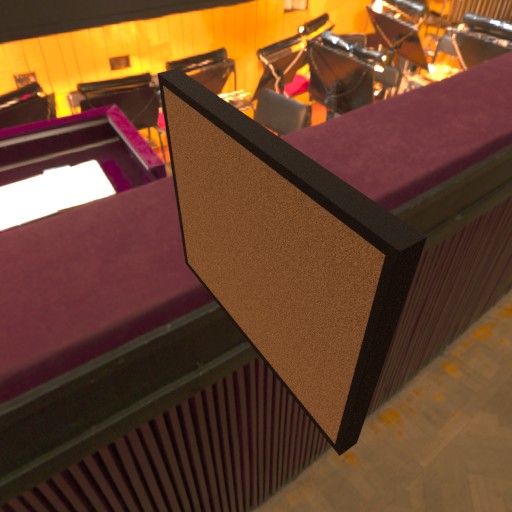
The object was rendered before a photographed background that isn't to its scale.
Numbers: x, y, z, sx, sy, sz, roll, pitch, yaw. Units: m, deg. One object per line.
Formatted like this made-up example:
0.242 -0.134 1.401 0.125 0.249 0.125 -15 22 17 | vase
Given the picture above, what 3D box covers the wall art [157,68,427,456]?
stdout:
0.000 0.000 0.541 0.028 0.325 0.397 -24 48 -24 | wall art
